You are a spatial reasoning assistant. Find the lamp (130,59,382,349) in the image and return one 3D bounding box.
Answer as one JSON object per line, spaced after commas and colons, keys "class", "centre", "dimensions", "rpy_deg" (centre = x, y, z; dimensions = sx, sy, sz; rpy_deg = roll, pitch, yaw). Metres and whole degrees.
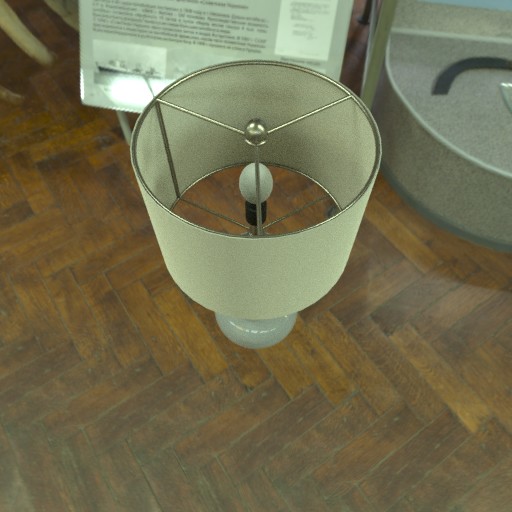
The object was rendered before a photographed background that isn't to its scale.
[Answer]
{"class": "lamp", "centre": [0.000, 0.000, 0.941], "dimensions": [0.367, 0.730, 0.367], "rpy_deg": [-17, 60, -10]}
